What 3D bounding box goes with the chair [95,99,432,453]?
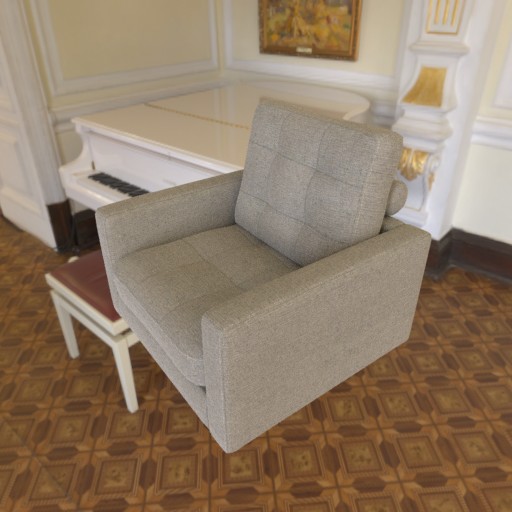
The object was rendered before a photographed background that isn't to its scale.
[{"bbox_3d":[0.000,0.000,1.513,0.843,0.880,0.821,-21,37,-31],"label":"chair"}]
